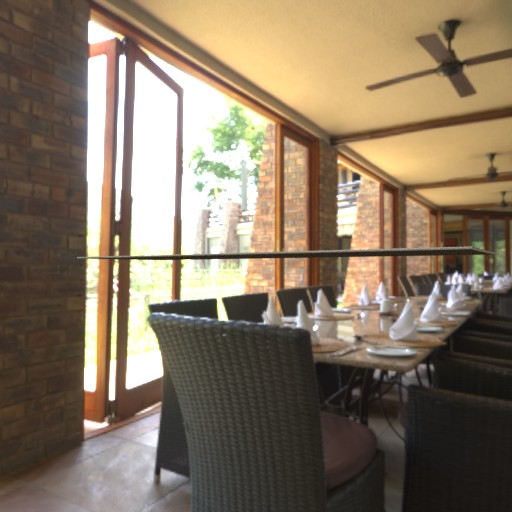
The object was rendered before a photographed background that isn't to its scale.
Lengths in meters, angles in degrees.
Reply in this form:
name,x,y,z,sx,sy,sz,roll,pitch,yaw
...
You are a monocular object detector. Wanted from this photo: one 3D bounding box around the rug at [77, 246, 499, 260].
name,x,y,z,sx,sy,sz,roll,pitch,yaw
rug,0.000,0.000,2.603,2.435,0.009,0.750,-1,-2,35
